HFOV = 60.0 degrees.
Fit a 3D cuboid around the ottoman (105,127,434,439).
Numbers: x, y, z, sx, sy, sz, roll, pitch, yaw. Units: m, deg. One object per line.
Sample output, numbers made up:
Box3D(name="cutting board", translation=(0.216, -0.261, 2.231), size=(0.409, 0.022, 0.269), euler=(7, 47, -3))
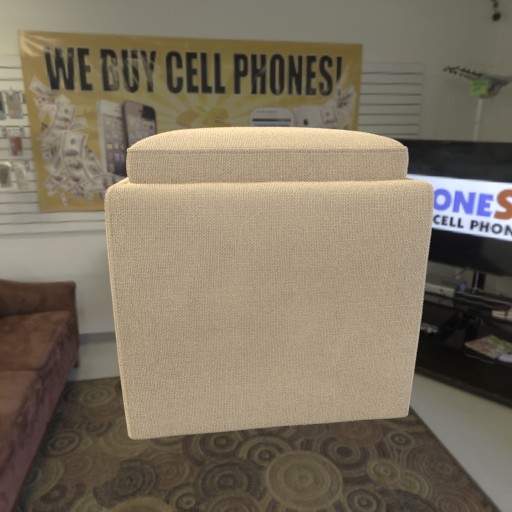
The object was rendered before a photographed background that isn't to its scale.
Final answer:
Box3D(name="ottoman", translation=(0.000, 0.000, 0.823), size=(0.451, 0.460, 0.450), euler=(-2, 16, -7))
